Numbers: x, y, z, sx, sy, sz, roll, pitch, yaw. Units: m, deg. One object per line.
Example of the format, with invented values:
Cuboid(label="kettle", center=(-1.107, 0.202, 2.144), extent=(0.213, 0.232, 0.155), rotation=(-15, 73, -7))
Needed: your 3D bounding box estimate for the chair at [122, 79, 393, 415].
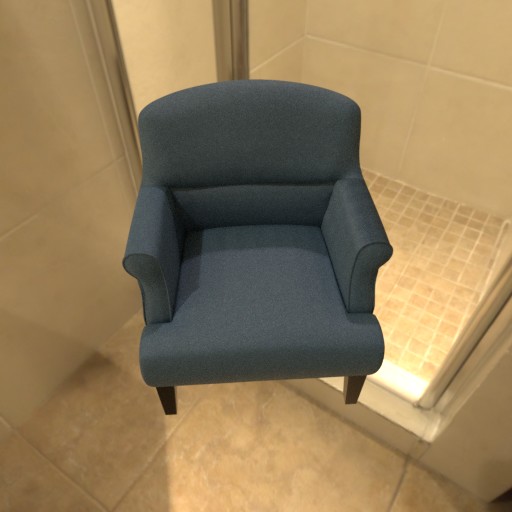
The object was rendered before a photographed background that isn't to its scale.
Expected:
Cuboid(label="chair", center=(0.000, 0.000, 1.482), extent=(0.770, 0.878, 0.754), rotation=(-3, 47, -2))
